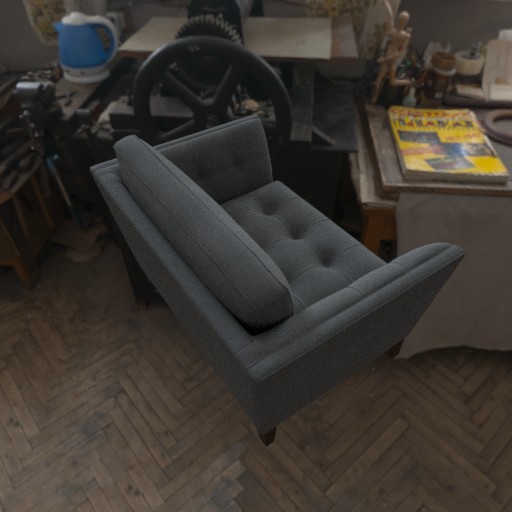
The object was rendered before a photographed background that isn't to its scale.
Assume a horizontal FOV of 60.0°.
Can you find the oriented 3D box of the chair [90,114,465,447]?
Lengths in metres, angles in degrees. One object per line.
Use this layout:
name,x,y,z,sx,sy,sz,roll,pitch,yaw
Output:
chair,0.000,0.000,2.083,0.965,0.942,1.396,-25,49,-25
